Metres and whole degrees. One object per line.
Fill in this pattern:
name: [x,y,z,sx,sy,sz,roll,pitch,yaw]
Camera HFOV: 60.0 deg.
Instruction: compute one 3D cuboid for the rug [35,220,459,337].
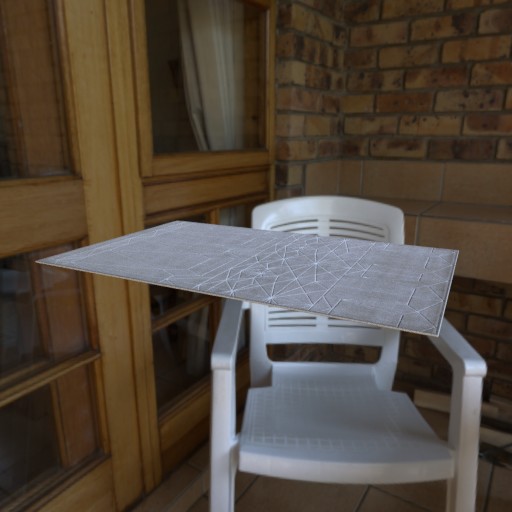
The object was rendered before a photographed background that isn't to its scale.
rug: [0.000,0.000,3.002,2.438,0.012,1.524,8,17,26]
